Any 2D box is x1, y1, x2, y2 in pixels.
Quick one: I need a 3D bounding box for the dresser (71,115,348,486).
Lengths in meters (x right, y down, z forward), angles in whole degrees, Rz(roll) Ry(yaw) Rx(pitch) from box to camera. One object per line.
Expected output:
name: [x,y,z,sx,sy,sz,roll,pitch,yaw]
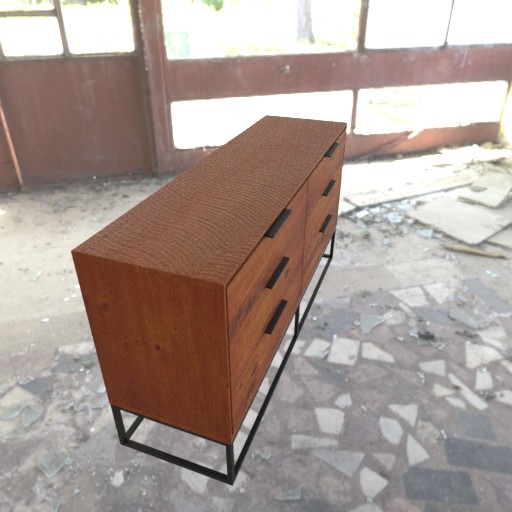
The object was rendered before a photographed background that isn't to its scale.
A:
dresser: [0.000,0.000,1.921,0.464,0.810,1.536,11,33,18]
